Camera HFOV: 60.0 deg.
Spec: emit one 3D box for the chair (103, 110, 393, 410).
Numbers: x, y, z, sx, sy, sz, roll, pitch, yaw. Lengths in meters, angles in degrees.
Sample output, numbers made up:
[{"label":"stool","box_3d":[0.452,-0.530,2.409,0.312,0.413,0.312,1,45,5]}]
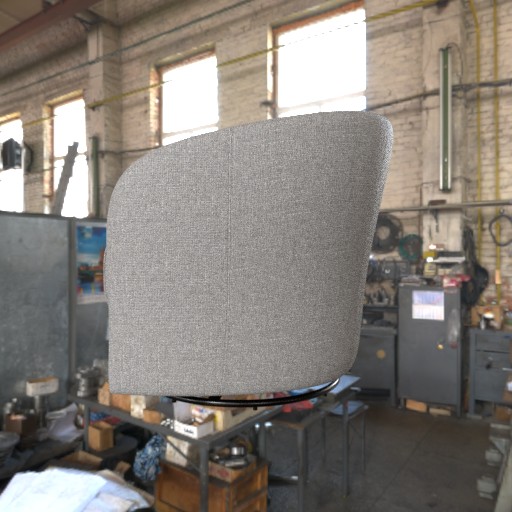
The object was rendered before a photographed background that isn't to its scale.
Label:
[{"label":"chair","box_3d":[0.000,0.000,1.396,0.815,0.771,0.791,0,0,0]}]
